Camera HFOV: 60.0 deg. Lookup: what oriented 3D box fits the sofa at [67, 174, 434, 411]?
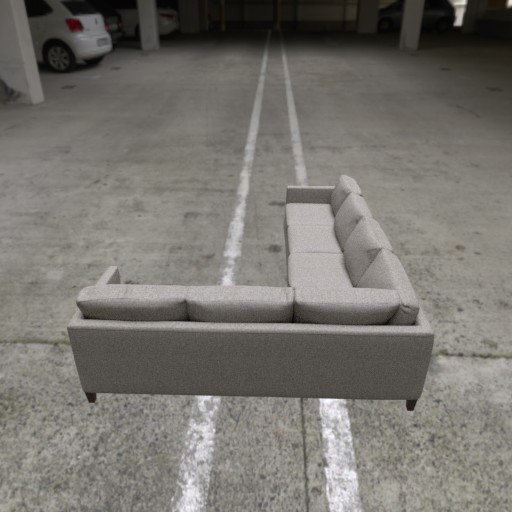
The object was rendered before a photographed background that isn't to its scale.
[{"bbox_3d":[0.000,0.000,4.603,2.593,0.947,3.302,1,27,2],"label":"sofa"}]
